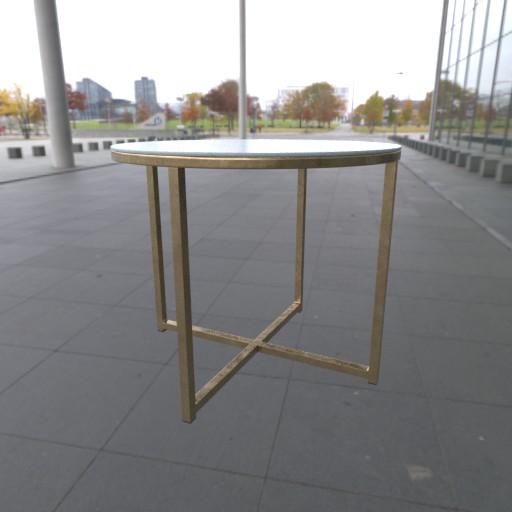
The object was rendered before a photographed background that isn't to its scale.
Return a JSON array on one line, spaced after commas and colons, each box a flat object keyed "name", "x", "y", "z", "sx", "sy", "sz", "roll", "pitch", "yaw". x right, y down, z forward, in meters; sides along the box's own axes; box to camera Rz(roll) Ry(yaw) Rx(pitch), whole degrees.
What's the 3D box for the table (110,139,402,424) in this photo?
[{"name": "table", "x": 0.000, "y": 0.000, "z": 0.857, "sx": 0.500, "sy": 0.420, "sz": 0.500, "roll": 0, "pitch": 17, "yaw": 0}]
